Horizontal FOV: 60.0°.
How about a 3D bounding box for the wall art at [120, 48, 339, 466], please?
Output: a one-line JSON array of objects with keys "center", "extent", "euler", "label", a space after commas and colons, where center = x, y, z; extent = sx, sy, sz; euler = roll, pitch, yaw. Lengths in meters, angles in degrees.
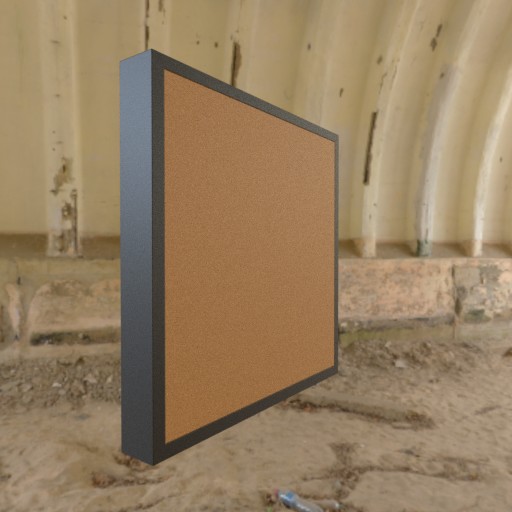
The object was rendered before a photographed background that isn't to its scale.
[{"center": [0.000, 0.000, 0.455], "extent": [0.038, 0.304, 0.304], "euler": [1, 1, 36], "label": "wall art"}]
